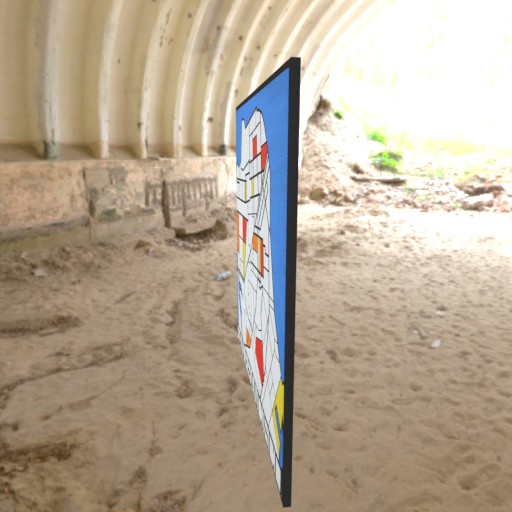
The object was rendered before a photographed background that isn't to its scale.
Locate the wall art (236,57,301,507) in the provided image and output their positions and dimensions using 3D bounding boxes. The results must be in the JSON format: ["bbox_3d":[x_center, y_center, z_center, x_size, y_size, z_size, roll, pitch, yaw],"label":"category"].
[{"bbox_3d":[0.000,0.000,0.945,0.015,0.663,0.664,-2,13,-8],"label":"wall art"}]
